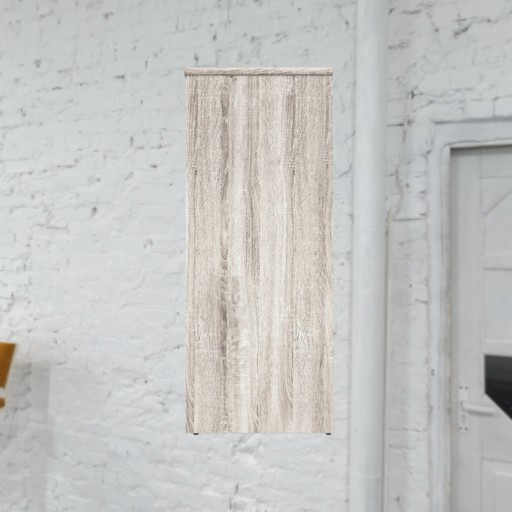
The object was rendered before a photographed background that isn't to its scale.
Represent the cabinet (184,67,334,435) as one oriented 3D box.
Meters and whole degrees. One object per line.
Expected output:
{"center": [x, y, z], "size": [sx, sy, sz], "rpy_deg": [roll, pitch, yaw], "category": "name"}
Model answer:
{"center": [0.000, 0.000, 1.808], "size": [0.380, 0.900, 1.450], "rpy_deg": [0, -1, 0], "category": "cabinet"}
